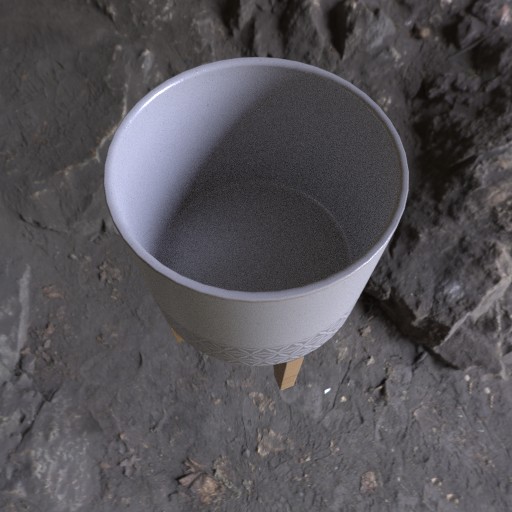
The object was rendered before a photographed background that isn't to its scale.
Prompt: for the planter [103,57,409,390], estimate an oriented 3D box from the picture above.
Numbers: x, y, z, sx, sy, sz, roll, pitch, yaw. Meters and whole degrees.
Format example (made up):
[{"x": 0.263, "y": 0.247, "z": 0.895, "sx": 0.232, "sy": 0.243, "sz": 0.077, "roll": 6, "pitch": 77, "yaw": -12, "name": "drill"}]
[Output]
[{"x": 0.000, "y": 0.000, "z": 0.391, "sx": 0.188, "sy": 0.260, "sz": 0.188, "roll": 0, "pitch": 62, "yaw": 0, "name": "planter"}]
